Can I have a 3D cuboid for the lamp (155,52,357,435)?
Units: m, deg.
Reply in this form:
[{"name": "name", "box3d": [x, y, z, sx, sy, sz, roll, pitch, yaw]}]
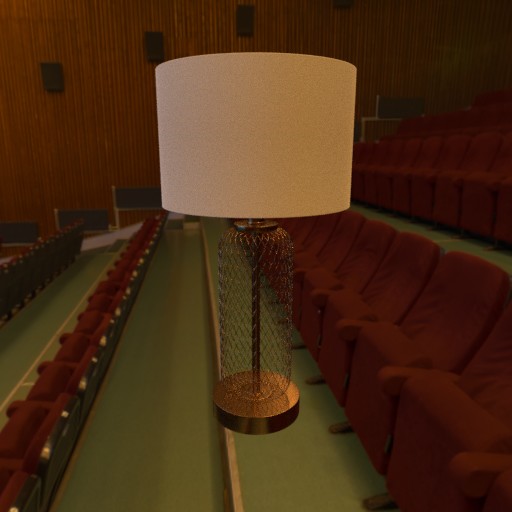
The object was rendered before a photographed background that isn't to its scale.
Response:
[{"name": "lamp", "box3d": [0.000, 0.000, 0.625, 0.252, 0.483, 0.252, -2, 14, -8]}]
